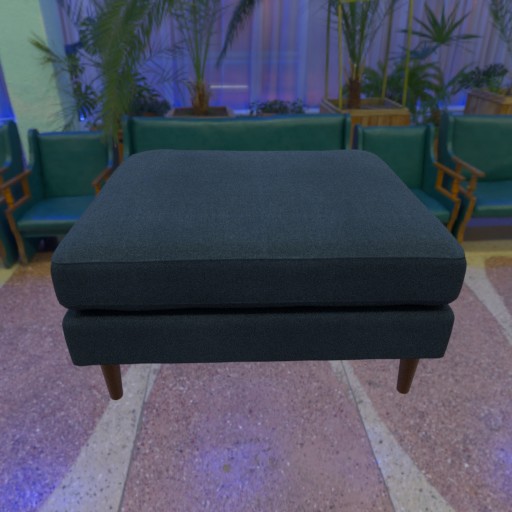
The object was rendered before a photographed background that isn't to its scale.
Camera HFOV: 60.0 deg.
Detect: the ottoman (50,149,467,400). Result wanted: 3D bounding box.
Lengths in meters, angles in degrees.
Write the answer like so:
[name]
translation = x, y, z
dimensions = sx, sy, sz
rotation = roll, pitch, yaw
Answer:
[ottoman]
translation = 0.000, 0.000, 1.218
dimensions = 0.821, 0.474, 0.693
rotation = -1, 29, -1
